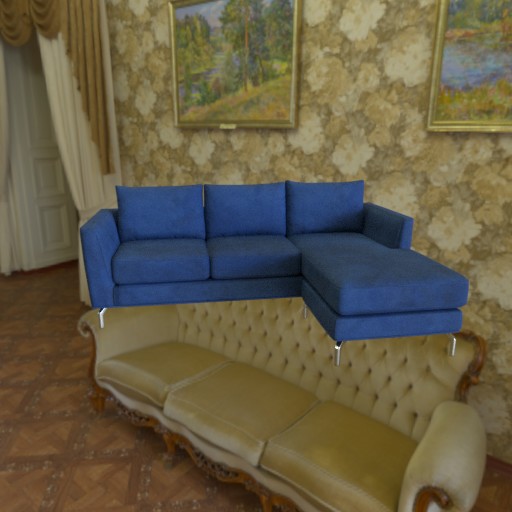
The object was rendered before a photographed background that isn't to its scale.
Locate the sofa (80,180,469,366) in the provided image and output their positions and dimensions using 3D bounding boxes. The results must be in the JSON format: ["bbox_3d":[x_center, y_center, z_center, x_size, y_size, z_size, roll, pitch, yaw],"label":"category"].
[{"bbox_3d":[0.000,0.000,3.274,2.438,0.987,1.622,-2,15,-9],"label":"sofa"}]
